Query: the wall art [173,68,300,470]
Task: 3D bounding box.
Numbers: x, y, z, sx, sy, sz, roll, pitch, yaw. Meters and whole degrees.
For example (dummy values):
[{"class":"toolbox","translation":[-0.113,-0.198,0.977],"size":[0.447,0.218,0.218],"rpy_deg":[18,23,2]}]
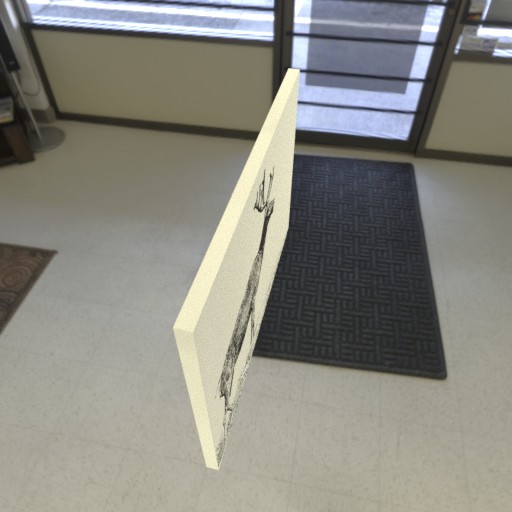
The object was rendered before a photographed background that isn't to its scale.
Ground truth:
[{"class":"wall art","translation":[0.000,0.000,1.184],"size":[0.033,0.617,0.906],"rpy_deg":[10,48,9]}]
